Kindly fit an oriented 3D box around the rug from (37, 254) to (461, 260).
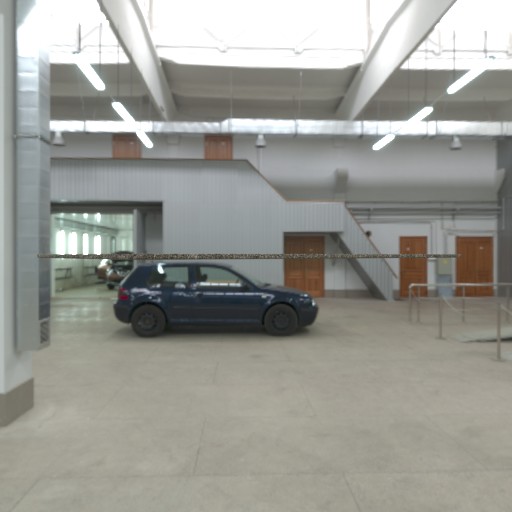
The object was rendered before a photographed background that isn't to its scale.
[{"bbox_3d":[0.000,0.000,3.381,2.699,0.026,1.802,0,0,-37],"label":"rug"}]
